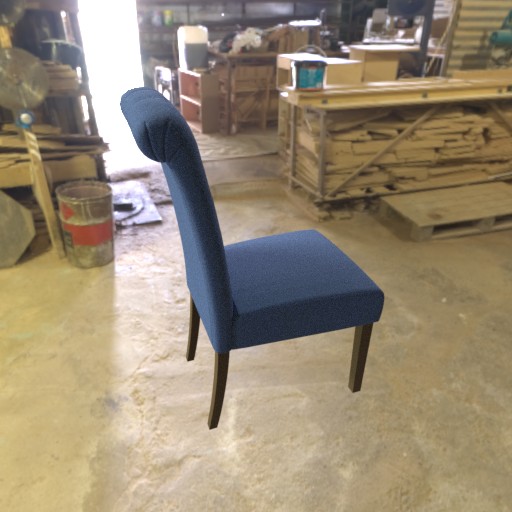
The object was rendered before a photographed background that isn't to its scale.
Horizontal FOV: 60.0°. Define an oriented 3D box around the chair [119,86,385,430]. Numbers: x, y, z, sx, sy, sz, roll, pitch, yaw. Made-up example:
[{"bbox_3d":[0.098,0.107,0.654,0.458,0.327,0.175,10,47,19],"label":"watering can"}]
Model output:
[{"bbox_3d":[0.000,0.000,1.391,0.671,1.006,0.456,-10,31,-17],"label":"chair"}]
